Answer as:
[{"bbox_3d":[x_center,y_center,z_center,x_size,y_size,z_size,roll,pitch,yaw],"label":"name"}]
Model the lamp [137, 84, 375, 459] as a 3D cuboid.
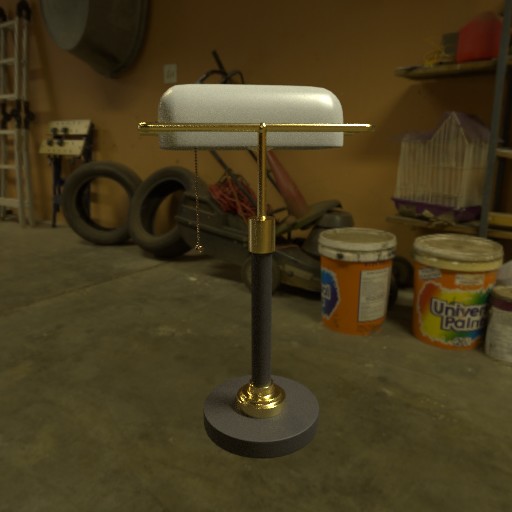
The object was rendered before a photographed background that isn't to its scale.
[{"bbox_3d":[0.000,0.000,0.547,0.269,0.404,0.227,-2,15,-9],"label":"lamp"}]
